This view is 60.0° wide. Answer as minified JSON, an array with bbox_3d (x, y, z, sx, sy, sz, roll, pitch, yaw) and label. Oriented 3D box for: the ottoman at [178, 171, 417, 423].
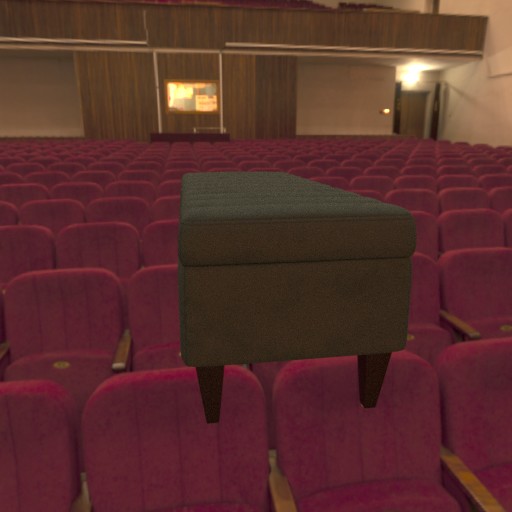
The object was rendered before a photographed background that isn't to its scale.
[{"bbox_3d":[0.000,0.000,1.429,0.482,0.469,1.151,-2,15,-9],"label":"ottoman"}]
